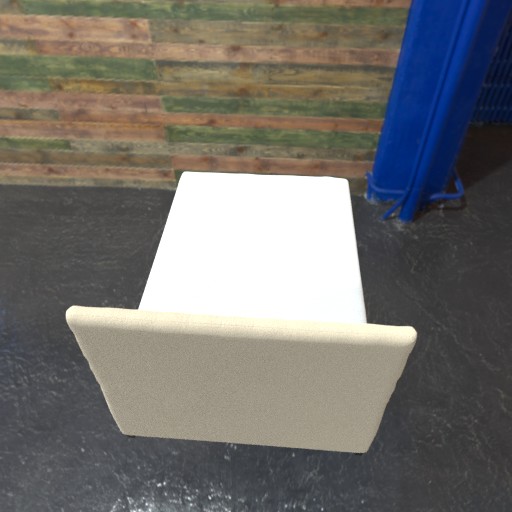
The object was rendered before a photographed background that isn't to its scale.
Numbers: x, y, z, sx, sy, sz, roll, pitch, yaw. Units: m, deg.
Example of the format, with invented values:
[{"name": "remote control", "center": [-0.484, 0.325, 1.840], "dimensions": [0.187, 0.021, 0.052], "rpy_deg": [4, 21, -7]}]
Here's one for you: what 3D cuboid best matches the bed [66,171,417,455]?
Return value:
[{"name": "bed", "center": [0.000, 0.000, 3.395], "dimensions": [1.698, 1.427, 2.387], "rpy_deg": [3, 46, 3]}]
